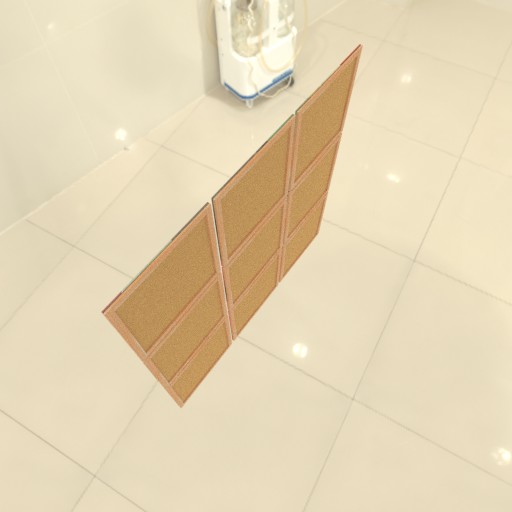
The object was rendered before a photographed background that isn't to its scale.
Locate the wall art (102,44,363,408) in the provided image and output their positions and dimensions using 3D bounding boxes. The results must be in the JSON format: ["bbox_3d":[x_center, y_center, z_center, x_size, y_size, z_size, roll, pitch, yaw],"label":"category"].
[{"bbox_3d":[0.000,0.000,1.815,0.013,1.220,1.216,33,66,17],"label":"wall art"}]
